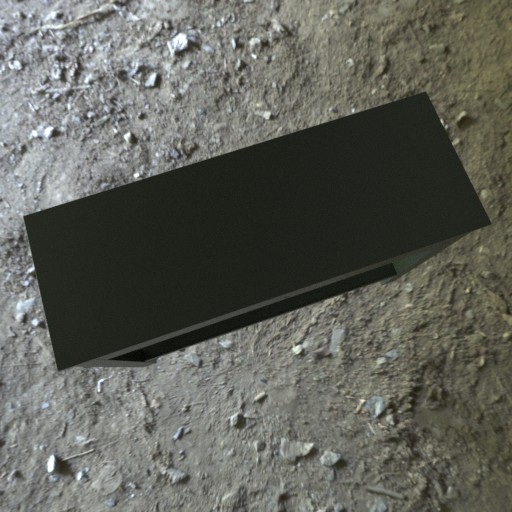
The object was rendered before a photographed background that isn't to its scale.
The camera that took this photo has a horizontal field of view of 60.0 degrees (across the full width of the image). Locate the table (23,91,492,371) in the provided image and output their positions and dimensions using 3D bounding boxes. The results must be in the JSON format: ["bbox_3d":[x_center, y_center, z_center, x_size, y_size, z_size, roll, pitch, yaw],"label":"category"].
[{"bbox_3d":[0.000,0.000,1.438,1.068,0.753,0.397,-18,76,-5],"label":"table"}]
